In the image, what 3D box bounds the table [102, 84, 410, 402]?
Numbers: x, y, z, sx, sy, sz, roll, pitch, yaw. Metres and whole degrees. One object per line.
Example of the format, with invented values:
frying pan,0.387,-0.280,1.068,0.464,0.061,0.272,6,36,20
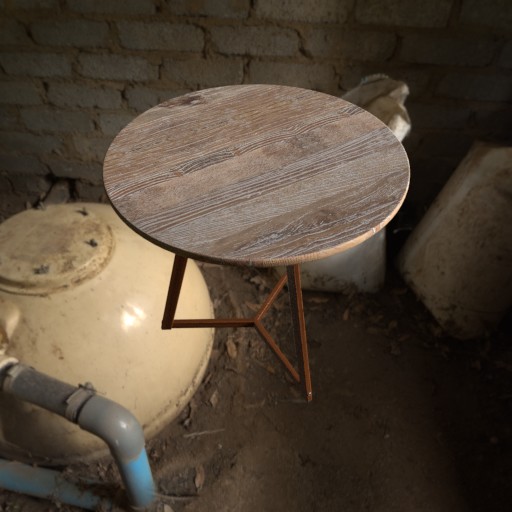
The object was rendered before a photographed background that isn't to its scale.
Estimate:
table,0.000,0.000,0.917,0.500,0.500,0.500,0,46,0
